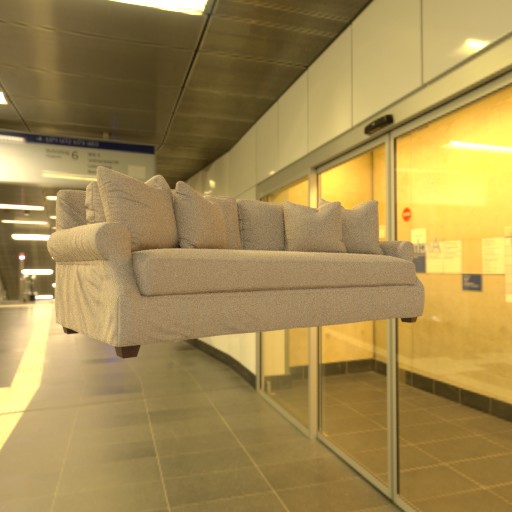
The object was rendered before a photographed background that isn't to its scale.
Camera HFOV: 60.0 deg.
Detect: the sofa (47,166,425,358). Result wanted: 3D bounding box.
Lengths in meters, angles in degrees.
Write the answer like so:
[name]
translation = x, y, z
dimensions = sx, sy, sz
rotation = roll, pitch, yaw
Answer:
[sofa]
translation = 0.000, 0.000, 2.828
dimensions = 2.285, 0.904, 1.067
rotation = 1, -2, -37
